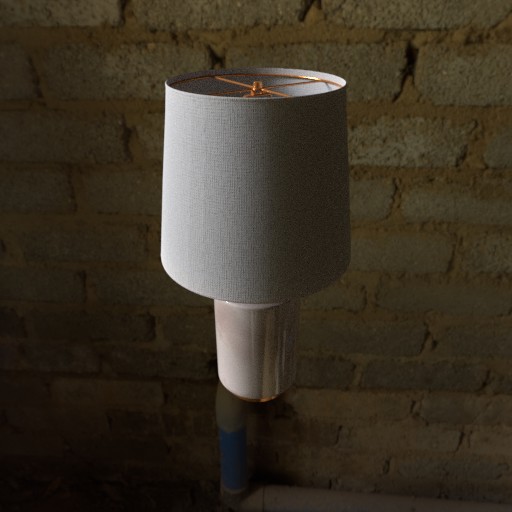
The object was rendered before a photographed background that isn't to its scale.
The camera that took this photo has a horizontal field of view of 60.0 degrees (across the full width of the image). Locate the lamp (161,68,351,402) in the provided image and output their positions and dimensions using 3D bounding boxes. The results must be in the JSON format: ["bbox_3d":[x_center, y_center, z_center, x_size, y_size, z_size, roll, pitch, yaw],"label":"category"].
[{"bbox_3d":[0.000,0.000,0.455,0.189,0.340,0.189,0,30,0],"label":"lamp"}]
